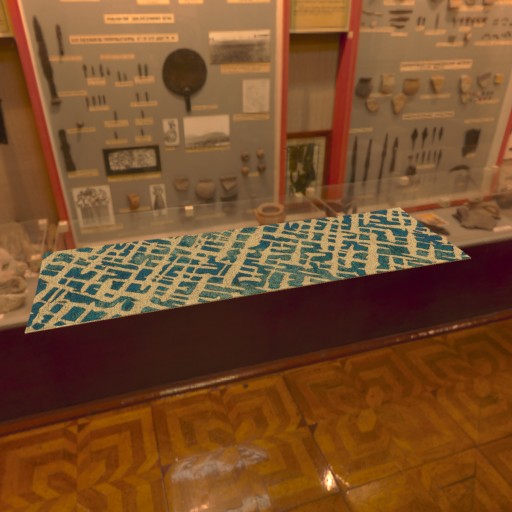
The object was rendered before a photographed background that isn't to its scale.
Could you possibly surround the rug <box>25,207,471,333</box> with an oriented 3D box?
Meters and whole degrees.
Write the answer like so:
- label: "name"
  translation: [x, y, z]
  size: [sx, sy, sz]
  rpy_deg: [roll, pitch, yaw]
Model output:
- label: "rug"
  translation: [0.000, 0.000, 2.658]
  size: [2.446, 0.011, 0.768]
  rpy_deg: [-8, 31, -14]
